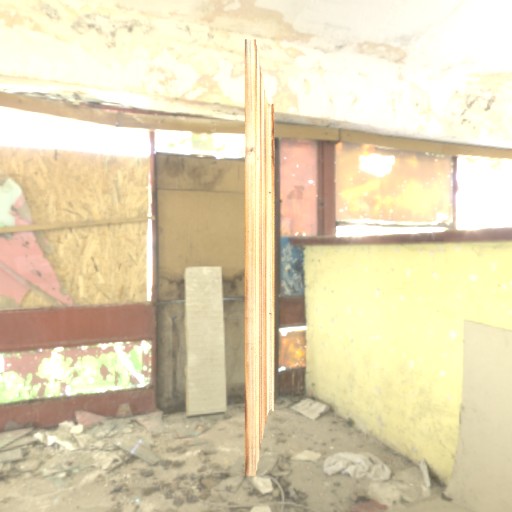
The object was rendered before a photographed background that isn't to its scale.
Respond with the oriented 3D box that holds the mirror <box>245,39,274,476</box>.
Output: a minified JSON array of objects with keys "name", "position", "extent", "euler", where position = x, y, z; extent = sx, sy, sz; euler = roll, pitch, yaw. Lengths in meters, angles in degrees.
[{"name":"mirror","position":[0.000,0.000,1.218],"extent":[0.061,0.804,0.804],"euler":[0,1,-1]}]
